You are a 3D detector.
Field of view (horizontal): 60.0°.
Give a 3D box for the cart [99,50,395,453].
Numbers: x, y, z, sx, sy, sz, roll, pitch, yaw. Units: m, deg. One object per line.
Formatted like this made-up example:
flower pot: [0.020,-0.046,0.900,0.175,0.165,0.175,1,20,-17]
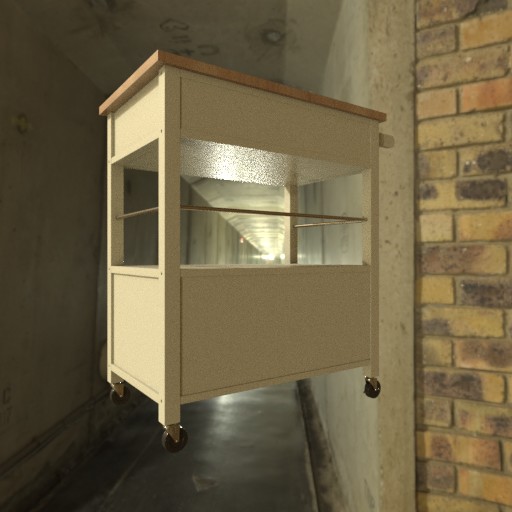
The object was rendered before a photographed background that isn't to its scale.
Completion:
cart: [0.000,0.000,1.394,0.840,0.901,0.459,0,0,-35]
